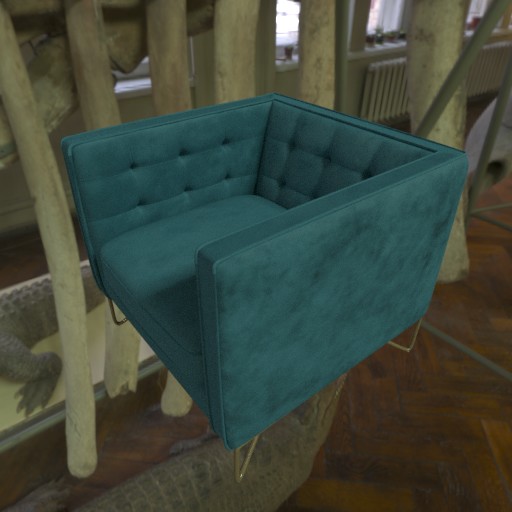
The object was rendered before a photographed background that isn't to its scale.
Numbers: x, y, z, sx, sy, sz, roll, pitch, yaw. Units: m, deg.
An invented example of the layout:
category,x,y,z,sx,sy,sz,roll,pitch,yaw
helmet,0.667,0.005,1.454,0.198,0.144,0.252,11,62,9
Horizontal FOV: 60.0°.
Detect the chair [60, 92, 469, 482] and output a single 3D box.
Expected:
category,x,y,z,sx,sy,sz,roll,pitch,yaw
chair,0.000,0.000,1.506,0.894,0.790,0.880,-24,41,-31
